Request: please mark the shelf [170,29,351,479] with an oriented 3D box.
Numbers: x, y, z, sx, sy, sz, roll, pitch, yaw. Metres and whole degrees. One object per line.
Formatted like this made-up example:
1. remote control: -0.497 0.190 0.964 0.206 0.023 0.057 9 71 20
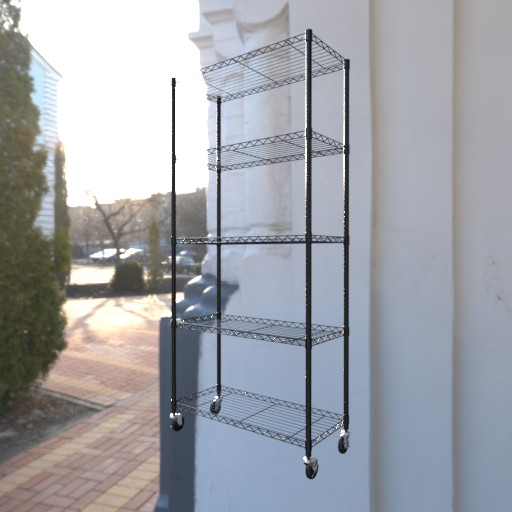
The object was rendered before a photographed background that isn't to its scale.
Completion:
1. shelf: 0.000 0.000 1.960 0.762 1.645 0.356 0 1 37
